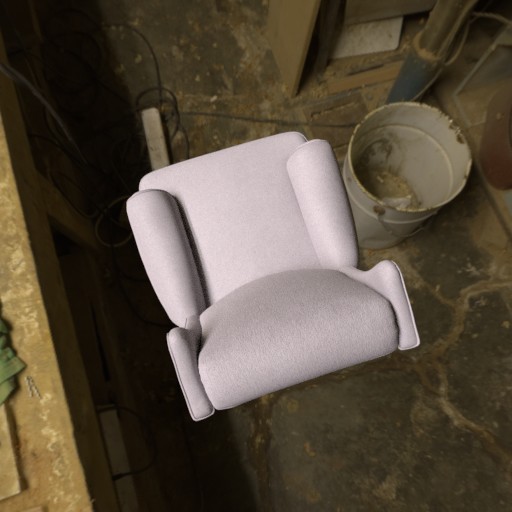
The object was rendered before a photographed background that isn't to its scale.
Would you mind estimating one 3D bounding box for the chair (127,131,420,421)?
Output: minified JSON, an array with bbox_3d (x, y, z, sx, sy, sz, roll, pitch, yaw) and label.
[{"bbox_3d":[0.000,0.000,1.727,0.847,1.011,0.969,-17,77,-4],"label":"chair"}]
